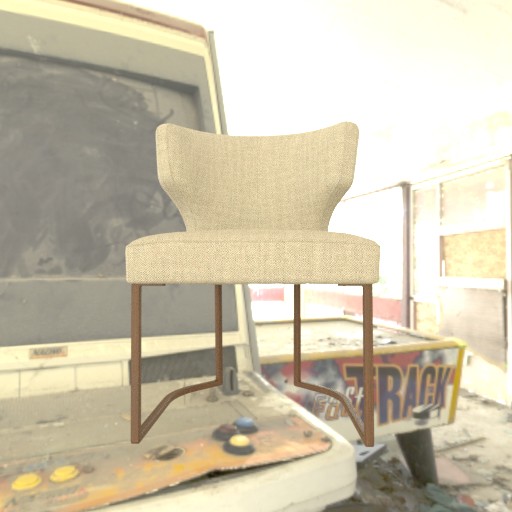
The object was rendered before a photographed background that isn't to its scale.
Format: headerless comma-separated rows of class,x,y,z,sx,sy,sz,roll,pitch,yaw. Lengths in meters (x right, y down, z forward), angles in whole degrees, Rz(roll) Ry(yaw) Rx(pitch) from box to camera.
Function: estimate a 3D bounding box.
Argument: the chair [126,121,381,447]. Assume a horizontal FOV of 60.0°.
chair,0.000,0.000,1.243,0.611,0.824,0.617,0,-2,2
